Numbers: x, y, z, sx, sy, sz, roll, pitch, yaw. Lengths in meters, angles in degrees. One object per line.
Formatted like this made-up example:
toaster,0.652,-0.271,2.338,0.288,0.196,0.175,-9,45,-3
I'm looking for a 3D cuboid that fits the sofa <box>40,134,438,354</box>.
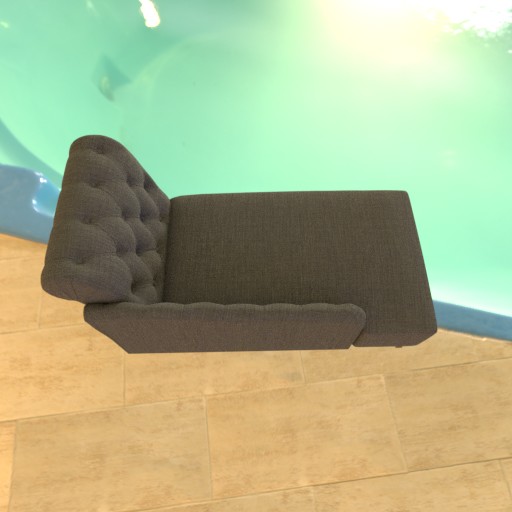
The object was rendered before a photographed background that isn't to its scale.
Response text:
sofa,0.000,0.000,1.806,1.379,0.787,0.675,-1,62,-1
